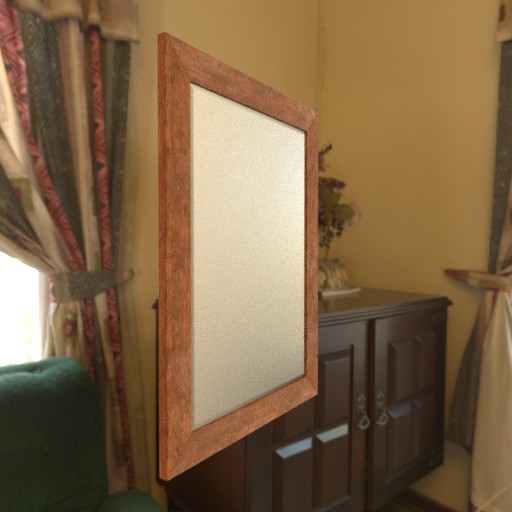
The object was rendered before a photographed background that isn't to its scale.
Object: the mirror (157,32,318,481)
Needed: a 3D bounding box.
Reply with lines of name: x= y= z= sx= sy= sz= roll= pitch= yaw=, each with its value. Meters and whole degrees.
mirror: x=0.000 y=0.000 z=1.412 sx=0.028 sy=1.099 sz=0.796 roll=1 pitch=1 yaw=35
